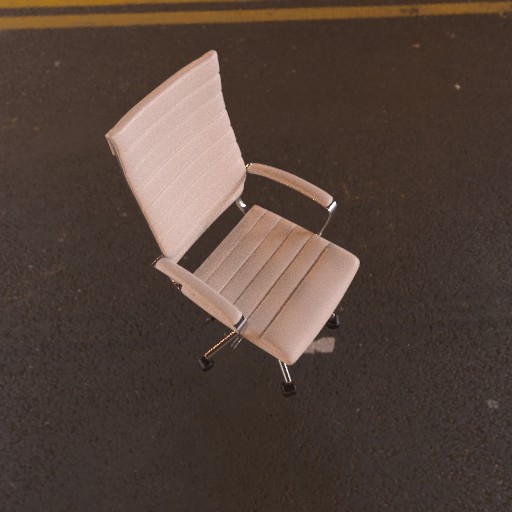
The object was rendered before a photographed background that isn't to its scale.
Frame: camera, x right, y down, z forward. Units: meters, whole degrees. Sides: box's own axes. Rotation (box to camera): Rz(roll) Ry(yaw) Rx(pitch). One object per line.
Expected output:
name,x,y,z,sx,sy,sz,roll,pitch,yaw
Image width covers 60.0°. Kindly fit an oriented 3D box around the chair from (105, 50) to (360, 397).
chair,0.000,0.000,1.588,0.679,1.149,0.679,31,63,17
